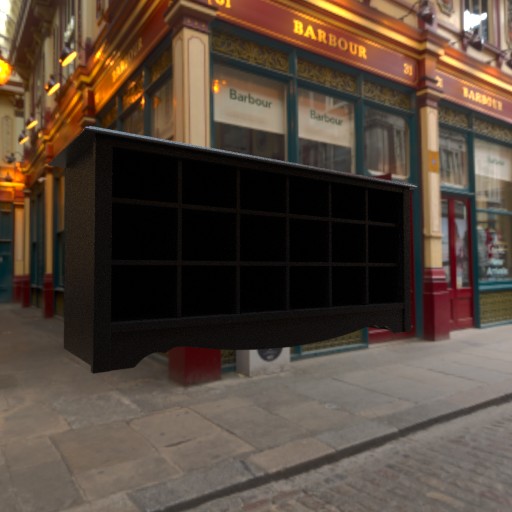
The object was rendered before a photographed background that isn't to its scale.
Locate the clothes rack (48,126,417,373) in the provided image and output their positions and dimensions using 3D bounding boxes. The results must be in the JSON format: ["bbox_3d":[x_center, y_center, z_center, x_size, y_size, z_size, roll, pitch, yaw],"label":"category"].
[{"bbox_3d":[0.000,0.000,1.490,1.219,0.556,0.406,1,-2,-35],"label":"clothes rack"}]
